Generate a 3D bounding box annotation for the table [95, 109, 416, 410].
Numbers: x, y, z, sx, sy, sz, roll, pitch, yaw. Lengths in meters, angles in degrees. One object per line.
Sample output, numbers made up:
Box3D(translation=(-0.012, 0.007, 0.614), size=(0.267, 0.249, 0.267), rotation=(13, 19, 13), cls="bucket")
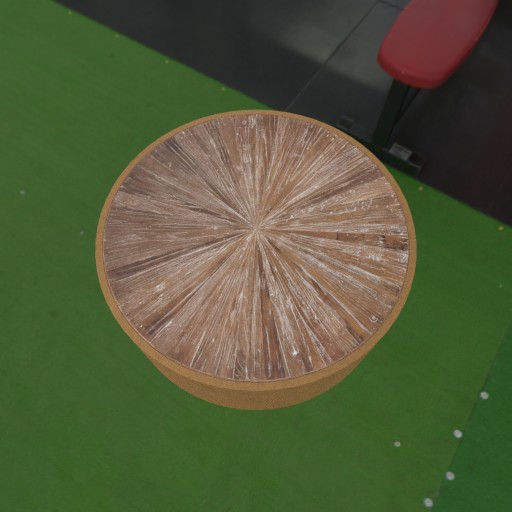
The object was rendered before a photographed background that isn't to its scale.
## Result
Box3D(translation=(0.000, 0.000, 1.575), size=(1.001, 0.409, 1.001), rotation=(0, 63, 0), cls="table")
